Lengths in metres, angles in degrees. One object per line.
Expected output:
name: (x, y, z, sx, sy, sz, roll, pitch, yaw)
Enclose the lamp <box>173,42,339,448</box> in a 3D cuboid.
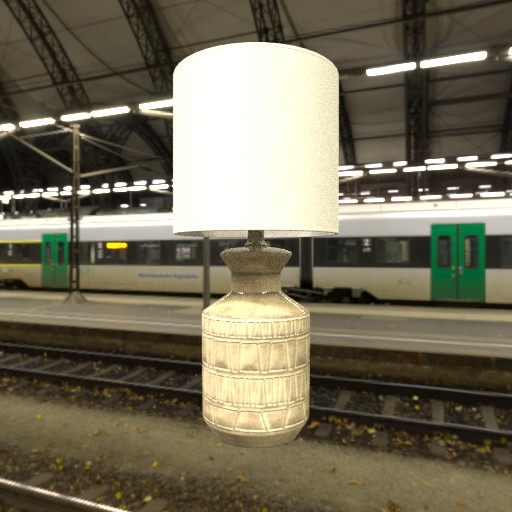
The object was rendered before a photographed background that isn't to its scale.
lamp: (0.000, 0.000, 0.576, 0.211, 0.455, 0.211, 0, 0, 0)
